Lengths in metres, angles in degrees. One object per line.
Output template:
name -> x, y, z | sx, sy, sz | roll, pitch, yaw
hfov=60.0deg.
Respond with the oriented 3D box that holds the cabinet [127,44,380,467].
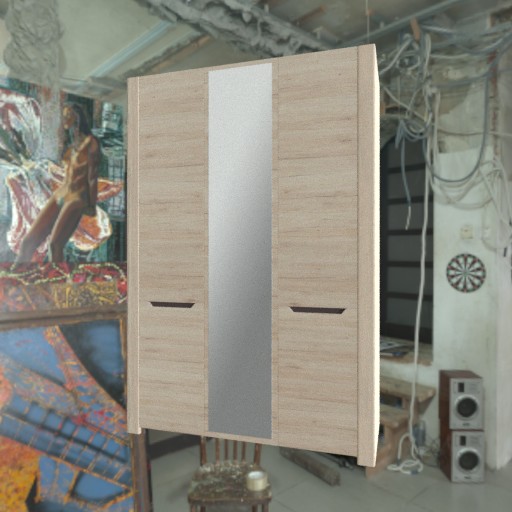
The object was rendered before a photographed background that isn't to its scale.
cabinet -> 0.000, 0.000, 2.646 | 1.400, 2.070, 0.580 | 0, 0, 18
